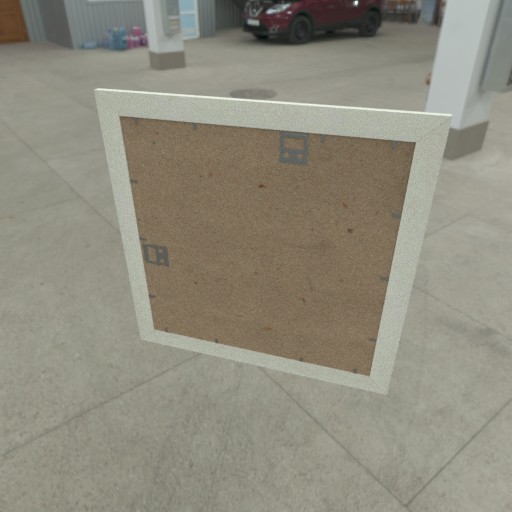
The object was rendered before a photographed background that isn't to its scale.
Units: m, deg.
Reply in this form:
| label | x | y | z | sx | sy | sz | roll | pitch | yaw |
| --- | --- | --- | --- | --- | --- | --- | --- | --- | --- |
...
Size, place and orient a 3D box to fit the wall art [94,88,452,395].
| label | x | y | z | sx | sy | sz | roll | pitch | yaw |
| --- | --- | --- | --- | --- | --- | --- | --- | --- | --- |
| wall art | 0.000 | 0.000 | 0.863 | 0.584 | 0.584 | 0.013 | 9 | 34 | 14 |
